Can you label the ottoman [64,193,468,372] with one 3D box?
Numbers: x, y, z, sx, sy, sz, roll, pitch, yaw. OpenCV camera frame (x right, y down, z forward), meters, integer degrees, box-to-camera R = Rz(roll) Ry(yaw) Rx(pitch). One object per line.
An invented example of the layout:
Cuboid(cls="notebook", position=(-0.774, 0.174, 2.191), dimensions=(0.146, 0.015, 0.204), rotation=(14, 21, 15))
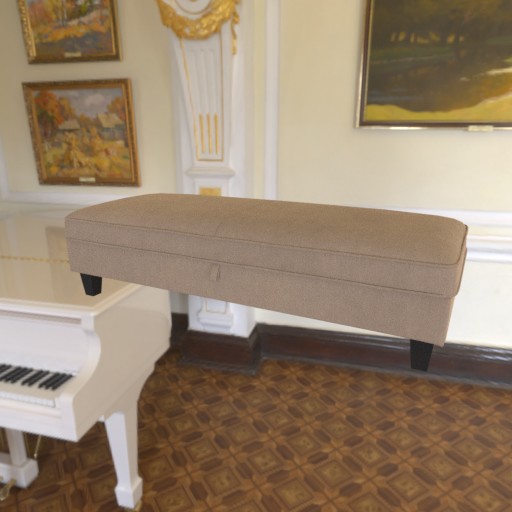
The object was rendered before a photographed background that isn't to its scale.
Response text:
Cuboid(cls="ottoman", position=(0.000, 0.000, 2.033), dimensions=(1.726, 0.460, 0.735), rotation=(8, 18, 26))
